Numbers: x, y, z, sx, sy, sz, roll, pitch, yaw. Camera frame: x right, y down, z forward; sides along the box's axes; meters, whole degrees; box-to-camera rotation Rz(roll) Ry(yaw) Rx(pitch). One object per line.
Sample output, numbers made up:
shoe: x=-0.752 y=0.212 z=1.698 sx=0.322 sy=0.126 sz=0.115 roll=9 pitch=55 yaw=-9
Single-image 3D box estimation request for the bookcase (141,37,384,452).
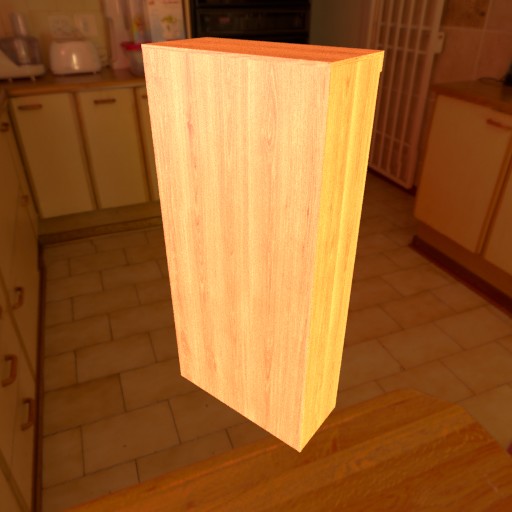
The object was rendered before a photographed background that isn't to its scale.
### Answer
bookcase: x=0.000 y=0.000 z=2.358 sx=0.950 sy=2.020 sz=0.420 roll=22 pitch=37 yaw=32
